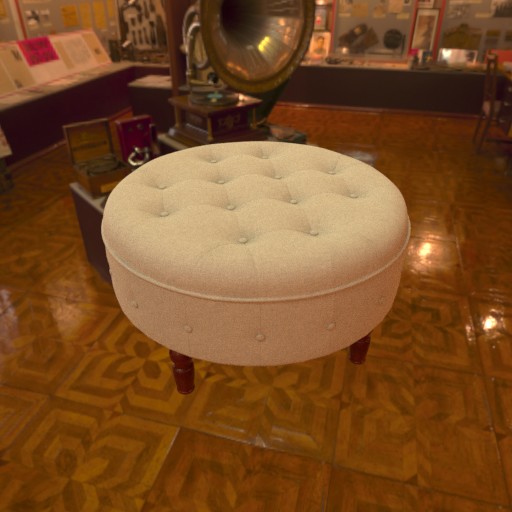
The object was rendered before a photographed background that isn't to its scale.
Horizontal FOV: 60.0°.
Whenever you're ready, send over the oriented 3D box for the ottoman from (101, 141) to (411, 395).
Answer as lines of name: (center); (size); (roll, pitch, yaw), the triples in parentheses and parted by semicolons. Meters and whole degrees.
ottoman: (0.000, 0.000, 1.355); (0.849, 0.478, 0.849); (0, 33, 0)
